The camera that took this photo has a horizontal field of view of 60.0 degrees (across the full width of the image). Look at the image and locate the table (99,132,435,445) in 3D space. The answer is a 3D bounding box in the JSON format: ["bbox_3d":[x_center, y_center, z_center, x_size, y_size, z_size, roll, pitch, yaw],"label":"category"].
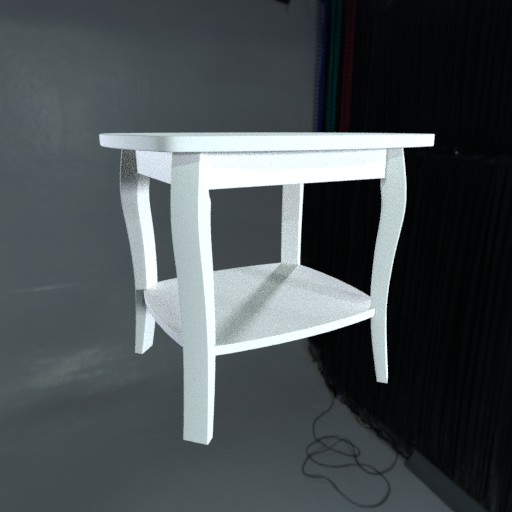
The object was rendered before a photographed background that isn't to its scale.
[{"bbox_3d":[0.000,0.000,0.821,0.502,0.438,0.451,-8,18,-27],"label":"table"}]
